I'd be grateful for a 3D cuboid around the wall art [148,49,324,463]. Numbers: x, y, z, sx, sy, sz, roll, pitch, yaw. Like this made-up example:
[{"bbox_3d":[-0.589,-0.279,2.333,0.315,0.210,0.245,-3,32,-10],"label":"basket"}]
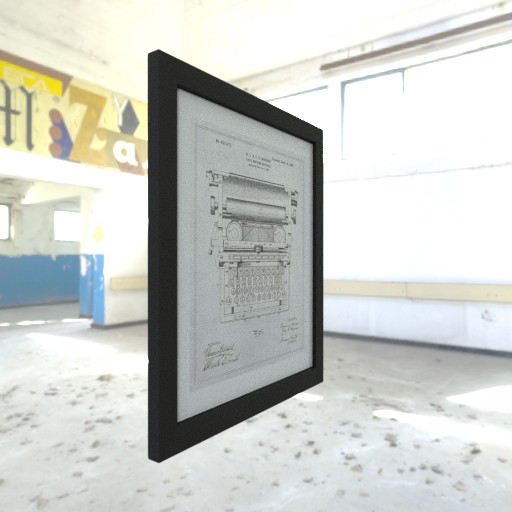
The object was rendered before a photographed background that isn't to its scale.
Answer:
[{"bbox_3d":[0.000,0.000,0.723,0.021,0.508,0.432,0,0,36],"label":"wall art"}]
